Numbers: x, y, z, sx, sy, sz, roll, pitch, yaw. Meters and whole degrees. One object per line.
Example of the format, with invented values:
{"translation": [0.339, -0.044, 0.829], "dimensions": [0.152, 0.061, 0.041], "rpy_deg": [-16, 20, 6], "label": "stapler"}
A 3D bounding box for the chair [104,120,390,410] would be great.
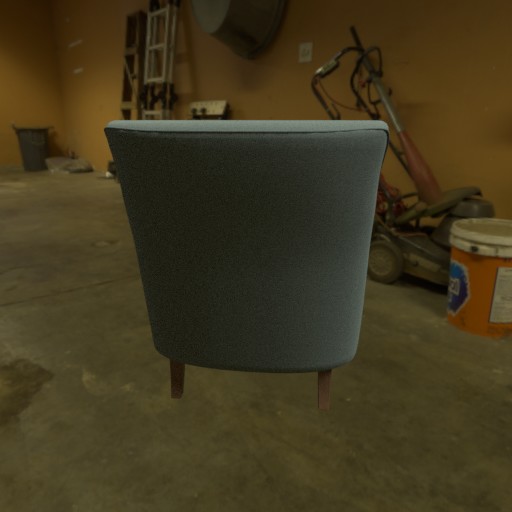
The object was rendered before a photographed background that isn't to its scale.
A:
{"translation": [0.000, 0.000, 1.561], "dimensions": [0.756, 0.916, 0.879], "rpy_deg": [2, 17, 7], "label": "chair"}
